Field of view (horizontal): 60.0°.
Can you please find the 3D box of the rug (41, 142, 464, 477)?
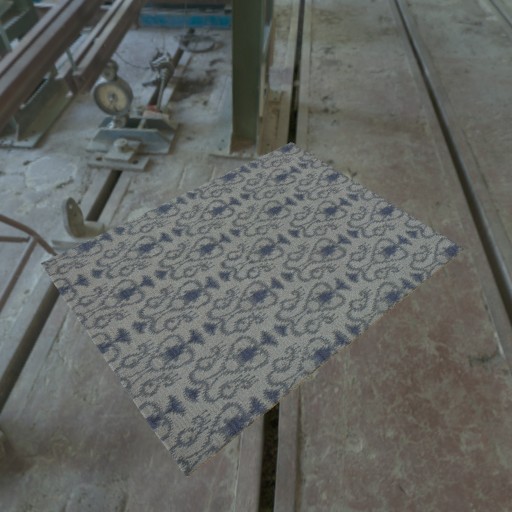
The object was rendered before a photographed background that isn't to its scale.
[{"bbox_3d":[0.000,0.000,4.185,3.205,0.015,2.437,-31,54,-26],"label":"rug"}]
